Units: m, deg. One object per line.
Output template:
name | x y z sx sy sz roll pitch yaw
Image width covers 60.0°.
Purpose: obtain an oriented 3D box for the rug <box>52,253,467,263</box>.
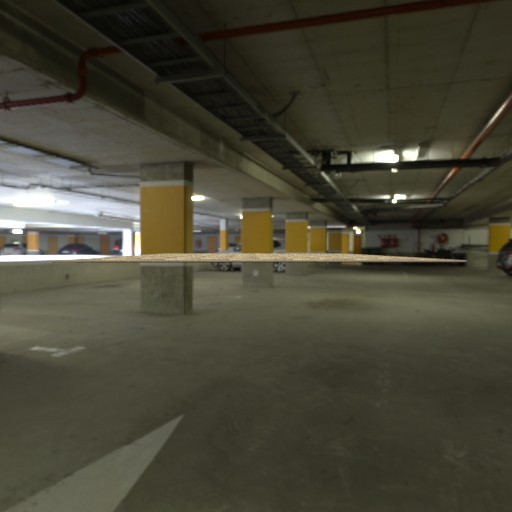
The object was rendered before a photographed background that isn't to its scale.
rug | 0.000 0.000 4.173 2.382 0.018 3.294 0 1 -1
